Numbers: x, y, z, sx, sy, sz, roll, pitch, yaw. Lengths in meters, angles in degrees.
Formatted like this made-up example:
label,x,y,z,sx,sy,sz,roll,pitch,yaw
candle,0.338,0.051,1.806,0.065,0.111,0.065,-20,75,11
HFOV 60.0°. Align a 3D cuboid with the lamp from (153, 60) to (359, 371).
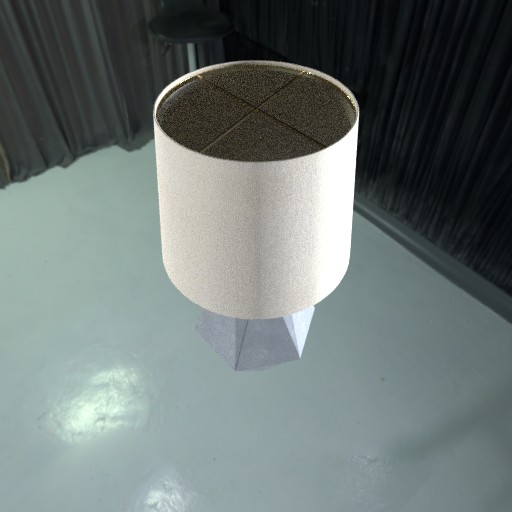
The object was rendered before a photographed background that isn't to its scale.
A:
label,x,y,z,sx,sy,sz,roll,pitch,yaw
lamp,0.000,0.000,0.681,0.276,0.501,0.276,0,47,0
